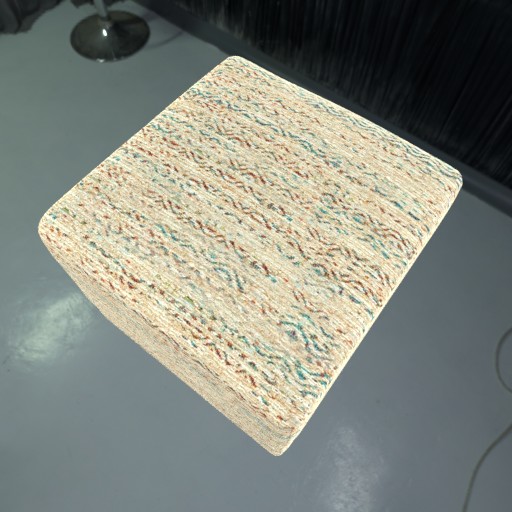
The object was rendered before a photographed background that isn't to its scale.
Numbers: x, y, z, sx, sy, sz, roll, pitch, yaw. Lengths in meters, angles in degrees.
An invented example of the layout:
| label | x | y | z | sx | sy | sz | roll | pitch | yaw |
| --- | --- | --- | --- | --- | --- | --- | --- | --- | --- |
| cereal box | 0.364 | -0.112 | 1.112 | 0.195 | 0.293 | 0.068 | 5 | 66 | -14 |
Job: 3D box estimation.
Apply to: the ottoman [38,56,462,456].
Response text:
| label | x | y | z | sx | sy | sz | roll | pitch | yaw |
| --- | --- | --- | --- | --- | --- | --- | --- | --- | --- |
| ottoman | 0.000 | 0.000 | 0.881 | 0.512 | 0.453 | 0.521 | 34 | 67 | 17 |
